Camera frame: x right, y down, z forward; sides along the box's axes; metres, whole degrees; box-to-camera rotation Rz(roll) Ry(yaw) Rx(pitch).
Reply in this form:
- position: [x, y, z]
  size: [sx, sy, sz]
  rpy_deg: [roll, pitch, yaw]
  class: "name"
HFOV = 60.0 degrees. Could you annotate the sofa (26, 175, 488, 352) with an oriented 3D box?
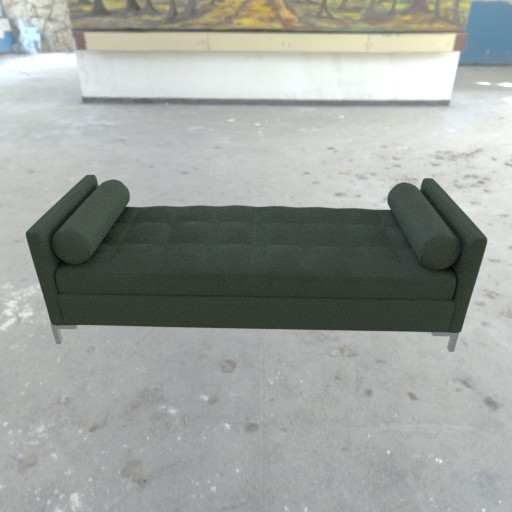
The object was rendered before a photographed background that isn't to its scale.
- position: [0.000, 0.000, 2.466]
  size: [2.102, 0.657, 0.797]
  rpy_deg: [1, 30, 1]
  class: "sofa"
